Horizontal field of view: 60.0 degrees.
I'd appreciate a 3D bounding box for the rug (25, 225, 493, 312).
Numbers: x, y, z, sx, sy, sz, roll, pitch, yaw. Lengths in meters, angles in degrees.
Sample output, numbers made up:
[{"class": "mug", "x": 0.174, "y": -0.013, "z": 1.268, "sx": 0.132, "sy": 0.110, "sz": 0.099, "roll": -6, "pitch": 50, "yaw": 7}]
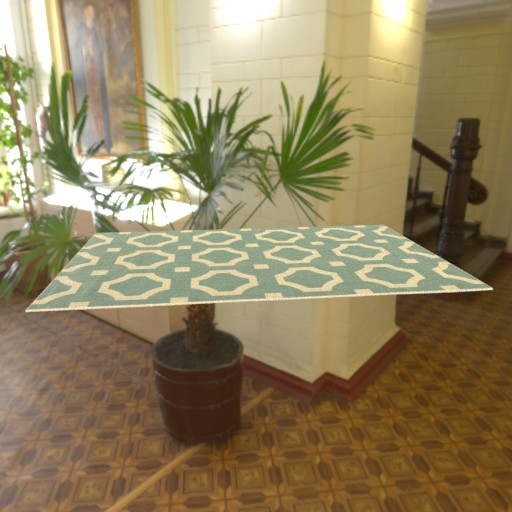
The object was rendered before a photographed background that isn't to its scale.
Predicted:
[{"class": "rug", "x": 0.000, "y": 0.000, "z": 3.013, "sx": 2.443, "sy": 0.015, "sz": 1.528, "roll": -2, "pitch": 17, "yaw": -7}]
